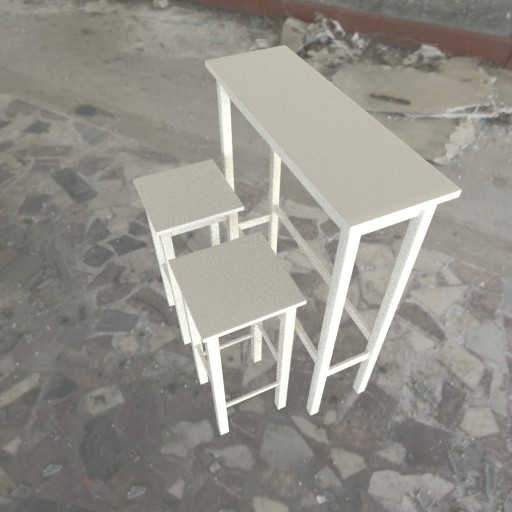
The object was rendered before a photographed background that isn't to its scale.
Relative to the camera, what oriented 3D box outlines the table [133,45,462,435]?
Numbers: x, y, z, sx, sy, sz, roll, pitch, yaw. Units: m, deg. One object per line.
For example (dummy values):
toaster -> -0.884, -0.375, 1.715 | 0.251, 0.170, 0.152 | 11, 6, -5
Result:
table -> 0.000, 0.000, 1.624 | 0.650, 1.065, 0.915 | -18, 50, -16
